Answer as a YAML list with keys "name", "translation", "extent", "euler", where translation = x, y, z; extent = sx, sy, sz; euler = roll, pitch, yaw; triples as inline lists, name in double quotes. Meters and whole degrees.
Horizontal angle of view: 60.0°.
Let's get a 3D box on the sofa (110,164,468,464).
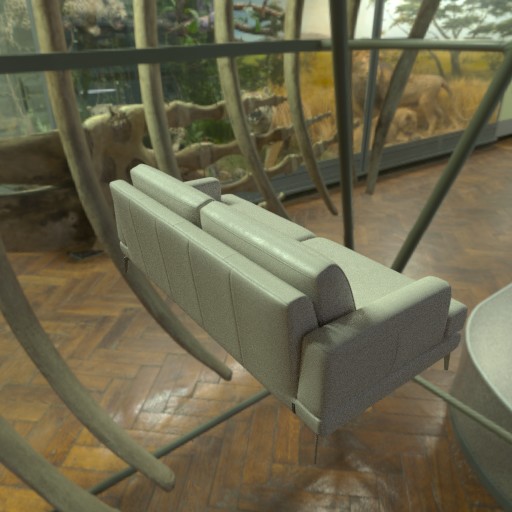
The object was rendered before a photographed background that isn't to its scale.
- name: "sofa"
  translation: [0.000, 0.000, 2.409]
  extent: [0.974, 0.765, 1.940]
  euler: [-19, 32, -32]
